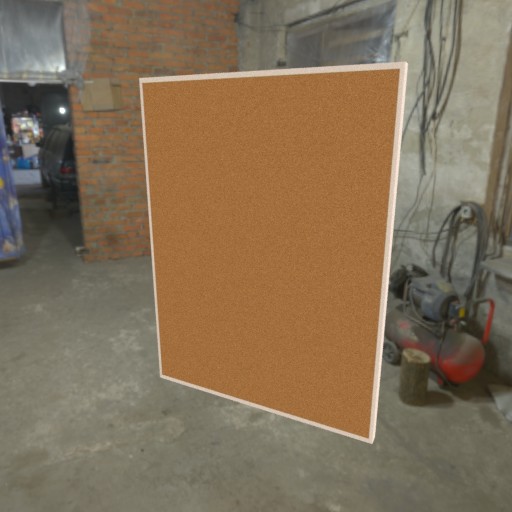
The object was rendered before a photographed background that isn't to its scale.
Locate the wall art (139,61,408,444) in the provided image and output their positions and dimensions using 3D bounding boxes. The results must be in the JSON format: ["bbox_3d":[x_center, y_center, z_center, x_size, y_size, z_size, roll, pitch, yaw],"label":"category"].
[{"bbox_3d":[0.000,0.000,1.360,0.795,1.050,0.039,8,18,26],"label":"wall art"}]
